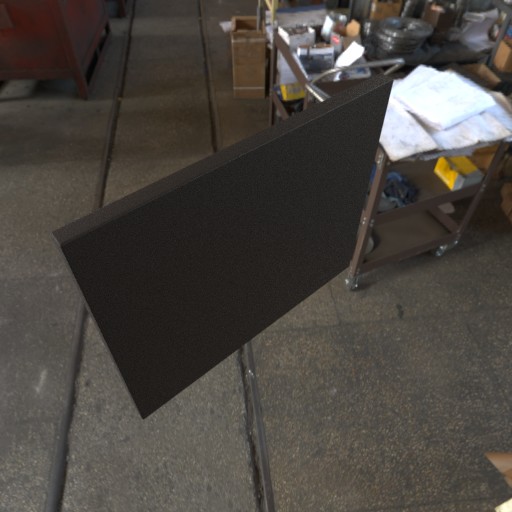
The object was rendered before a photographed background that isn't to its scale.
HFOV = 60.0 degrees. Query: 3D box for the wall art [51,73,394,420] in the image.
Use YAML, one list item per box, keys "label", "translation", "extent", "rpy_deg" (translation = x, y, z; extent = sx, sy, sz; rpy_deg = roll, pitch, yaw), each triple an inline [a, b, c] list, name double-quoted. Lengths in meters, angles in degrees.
- label: "wall art"
  translation: [0.000, 0.000, 0.755]
  extent: [0.558, 0.457, 0.031]
  rpy_deg: [-33, 56, -26]
